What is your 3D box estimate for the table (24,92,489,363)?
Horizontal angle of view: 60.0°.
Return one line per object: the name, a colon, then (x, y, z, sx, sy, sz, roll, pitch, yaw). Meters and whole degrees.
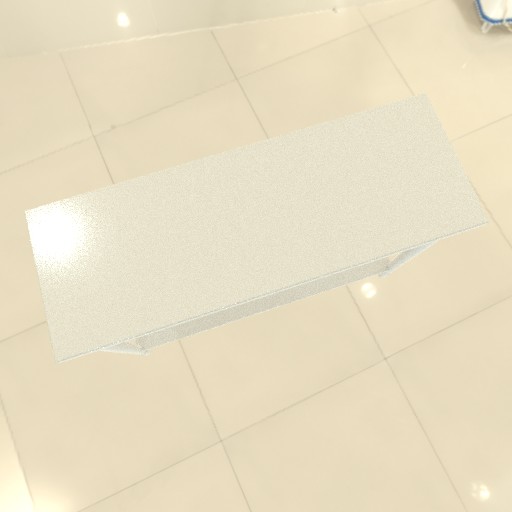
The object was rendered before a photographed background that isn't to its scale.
table: (0.000, 0.000, 1.436, 1.067, 0.749, 0.381, -18, 76, -5)
